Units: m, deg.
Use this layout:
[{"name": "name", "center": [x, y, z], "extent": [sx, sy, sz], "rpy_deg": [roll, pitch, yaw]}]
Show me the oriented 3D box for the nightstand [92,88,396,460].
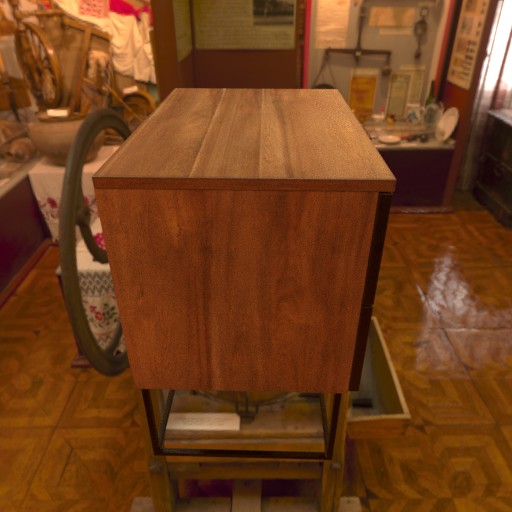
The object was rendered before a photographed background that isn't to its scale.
[{"name": "nightstand", "center": [0.000, 0.000, 1.008], "extent": [0.427, 0.611, 0.605], "rpy_deg": [1, 31, 1]}]
